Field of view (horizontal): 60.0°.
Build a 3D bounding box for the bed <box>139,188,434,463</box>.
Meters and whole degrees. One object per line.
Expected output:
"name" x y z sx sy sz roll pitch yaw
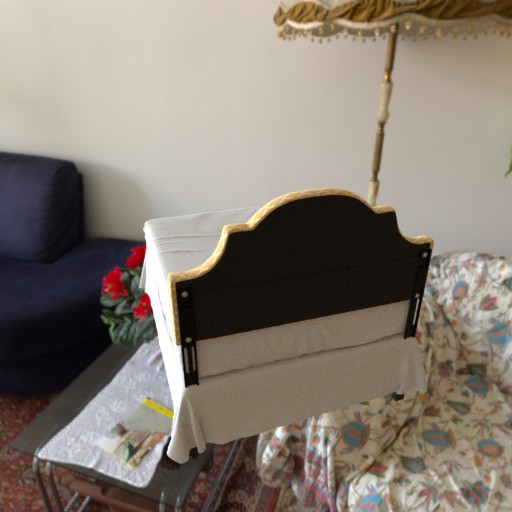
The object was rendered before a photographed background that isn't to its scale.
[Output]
"bed" 0.000 0.000 3.434 1.780 1.633 2.222 -8 28 -16
